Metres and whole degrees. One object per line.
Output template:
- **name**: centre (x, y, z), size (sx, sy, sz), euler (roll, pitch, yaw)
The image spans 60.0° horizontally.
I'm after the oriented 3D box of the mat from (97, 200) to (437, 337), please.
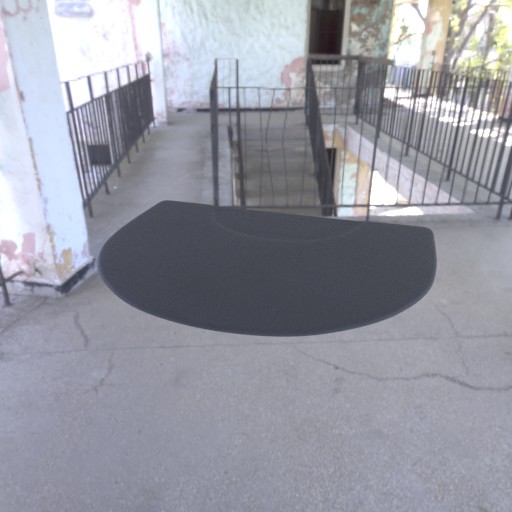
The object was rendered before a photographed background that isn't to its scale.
- **mat**: centre (0.000, 0.000, 1.564), size (1.220, 0.016, 0.917), euler (8, 27, 15)
